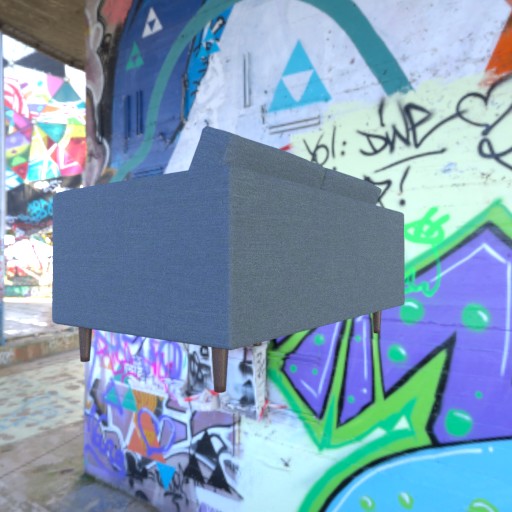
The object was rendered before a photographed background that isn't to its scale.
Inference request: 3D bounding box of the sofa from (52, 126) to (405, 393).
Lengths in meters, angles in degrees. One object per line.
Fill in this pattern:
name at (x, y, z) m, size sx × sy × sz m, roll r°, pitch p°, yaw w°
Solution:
sofa at (0.000, 0.000, 2.255) m, size 0.999 × 0.907 × 1.659 m, roll 0°, pitch -1°, yaw 36°
